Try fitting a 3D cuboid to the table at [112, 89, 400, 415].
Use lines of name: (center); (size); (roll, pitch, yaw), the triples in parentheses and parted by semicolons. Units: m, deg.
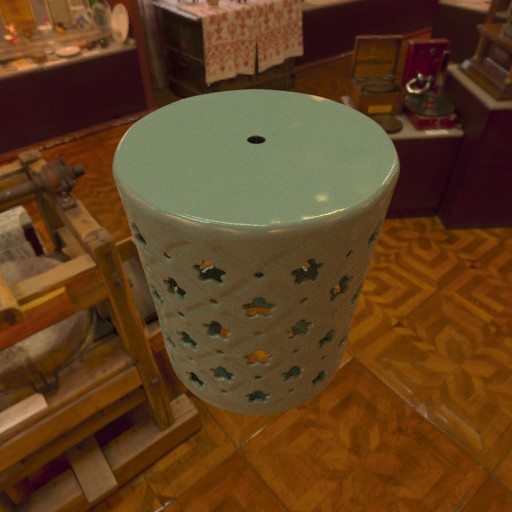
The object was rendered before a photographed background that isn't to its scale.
table: (0.000, 0.000, 0.677); (0.352, 0.387, 0.352); (0, 42, 0)
